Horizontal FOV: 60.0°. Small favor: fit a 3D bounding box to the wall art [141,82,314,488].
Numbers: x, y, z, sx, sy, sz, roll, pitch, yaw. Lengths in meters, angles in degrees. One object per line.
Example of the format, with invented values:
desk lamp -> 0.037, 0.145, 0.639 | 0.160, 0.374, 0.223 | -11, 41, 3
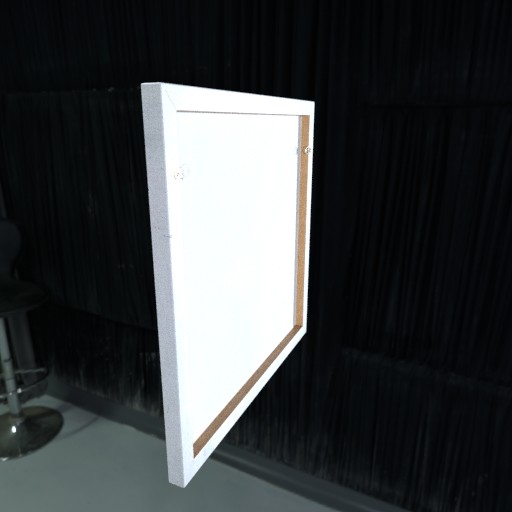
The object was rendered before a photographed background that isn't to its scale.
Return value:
wall art -> 0.000, 0.000, 1.117 | 0.041, 0.762, 0.762 | 8, 19, 24
